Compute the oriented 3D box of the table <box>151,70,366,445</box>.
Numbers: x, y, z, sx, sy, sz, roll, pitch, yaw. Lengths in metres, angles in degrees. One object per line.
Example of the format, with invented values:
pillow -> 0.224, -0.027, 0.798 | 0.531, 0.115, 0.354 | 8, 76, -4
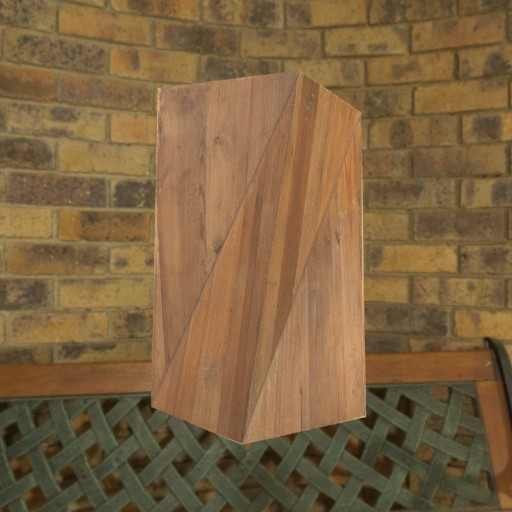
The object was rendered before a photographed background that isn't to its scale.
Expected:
table -> 0.000, 0.000, 0.929 | 0.441, 0.604, 0.425 | 0, 0, -35
